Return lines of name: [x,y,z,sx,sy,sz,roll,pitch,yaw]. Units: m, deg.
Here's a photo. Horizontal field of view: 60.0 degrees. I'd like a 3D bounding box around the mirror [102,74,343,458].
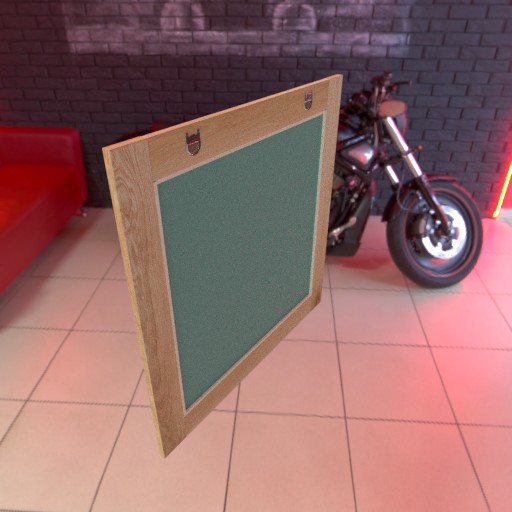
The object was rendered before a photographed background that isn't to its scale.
mirror: [0.000,0.000,1.185,0.020,0.800,0.800,21,38,30]
